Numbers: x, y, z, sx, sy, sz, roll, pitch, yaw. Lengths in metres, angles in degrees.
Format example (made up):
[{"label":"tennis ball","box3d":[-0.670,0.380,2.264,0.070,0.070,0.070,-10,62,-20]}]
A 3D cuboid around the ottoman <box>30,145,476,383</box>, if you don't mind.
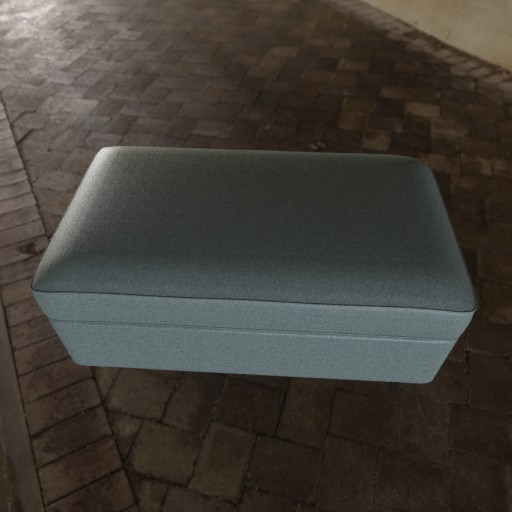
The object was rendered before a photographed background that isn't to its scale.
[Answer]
[{"label":"ottoman","box3d":[0.000,0.000,1.496,1.173,0.494,0.681,2,47,2]}]
